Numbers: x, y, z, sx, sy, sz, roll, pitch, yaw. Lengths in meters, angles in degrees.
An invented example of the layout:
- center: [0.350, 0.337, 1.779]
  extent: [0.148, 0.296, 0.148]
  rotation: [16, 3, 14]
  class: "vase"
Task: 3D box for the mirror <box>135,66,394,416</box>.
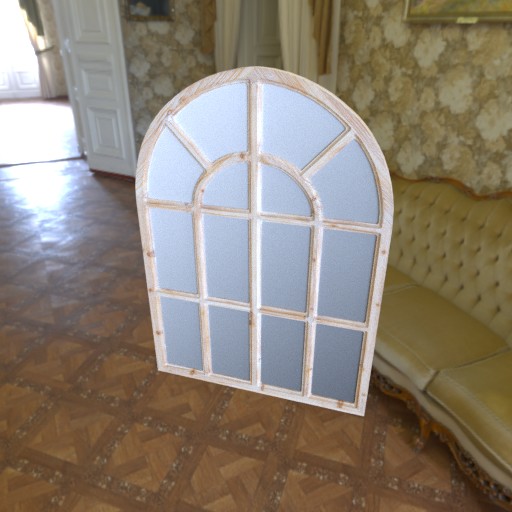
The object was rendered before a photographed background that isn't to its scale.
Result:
- center: [0.000, 0.000, 1.168]
  extent: [0.660, 0.920, 0.032]
  rotation: [8, 28, 15]
  class: "mirror"
